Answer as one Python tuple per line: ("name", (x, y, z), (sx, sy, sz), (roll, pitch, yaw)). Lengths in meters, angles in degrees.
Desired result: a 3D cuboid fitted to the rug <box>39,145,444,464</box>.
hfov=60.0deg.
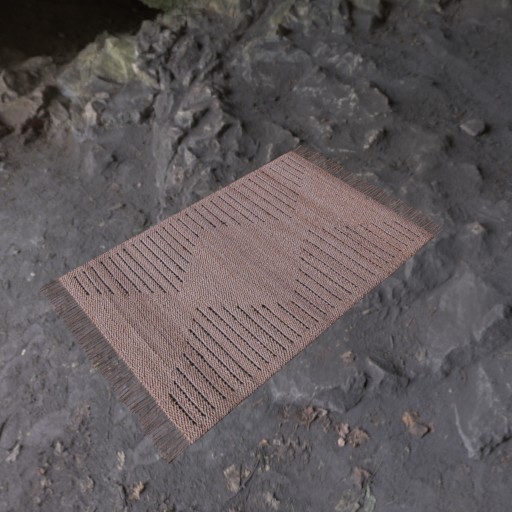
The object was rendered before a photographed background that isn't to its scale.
("rug", (0.000, 0.000, 2.562), (2.085, 0.027, 1.224), (-34, 55, -27))
